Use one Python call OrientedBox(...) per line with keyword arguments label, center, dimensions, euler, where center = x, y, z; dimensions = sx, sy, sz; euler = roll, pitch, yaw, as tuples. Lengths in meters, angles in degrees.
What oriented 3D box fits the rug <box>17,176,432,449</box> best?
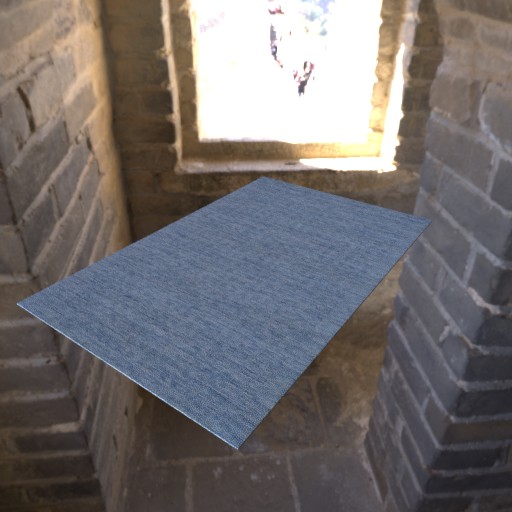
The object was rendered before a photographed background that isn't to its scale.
OrientedBox(label="rug", center=(0.000, 0.000, 2.132), dimensions=(1.142, 0.006, 1.752), euler=(20, 37, 30))
